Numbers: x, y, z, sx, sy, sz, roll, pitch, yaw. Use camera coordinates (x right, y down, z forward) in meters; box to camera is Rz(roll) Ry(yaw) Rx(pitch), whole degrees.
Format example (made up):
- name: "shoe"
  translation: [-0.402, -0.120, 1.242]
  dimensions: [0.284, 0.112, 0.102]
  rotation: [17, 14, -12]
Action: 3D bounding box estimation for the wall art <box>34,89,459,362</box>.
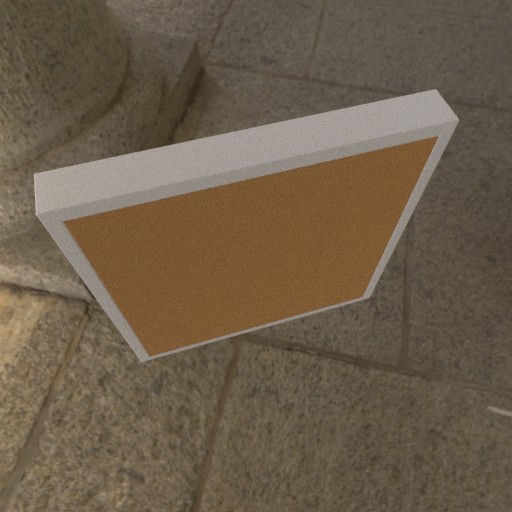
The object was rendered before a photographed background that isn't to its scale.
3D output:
- name: "wall art"
  translation: [0.000, 0.000, 0.446]
  dimensions: [0.305, 0.305, 0.037]
  rotation: [-14, 60, -8]
